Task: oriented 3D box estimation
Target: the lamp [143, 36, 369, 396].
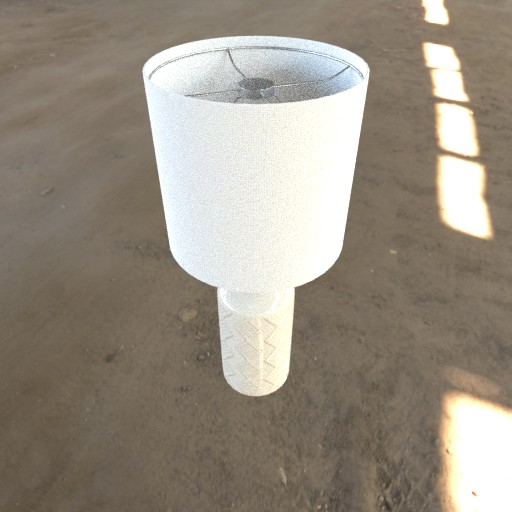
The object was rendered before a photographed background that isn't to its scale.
[{"bbox_3d":[0.000,0.000,0.557,0.207,0.461,0.207,-12,41,-14],"label":"lamp"}]
